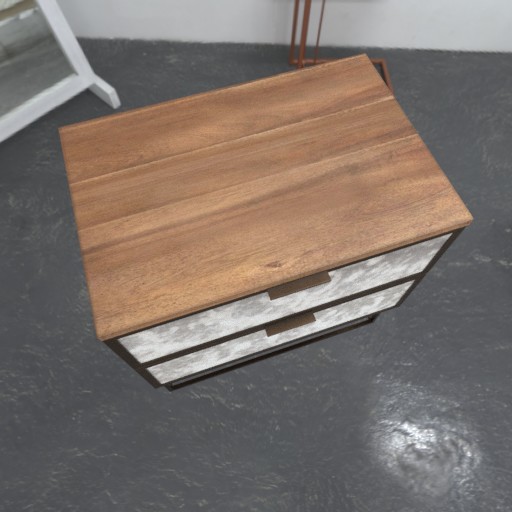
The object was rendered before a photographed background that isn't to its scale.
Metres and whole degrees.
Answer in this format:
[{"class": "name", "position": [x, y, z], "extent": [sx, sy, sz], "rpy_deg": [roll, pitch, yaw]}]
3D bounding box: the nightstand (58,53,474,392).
[{"class": "nightstand", "position": [0.000, 0.000, 1.020], "extent": [0.605, 0.611, 0.427], "rpy_deg": [-17, 65, -8]}]
